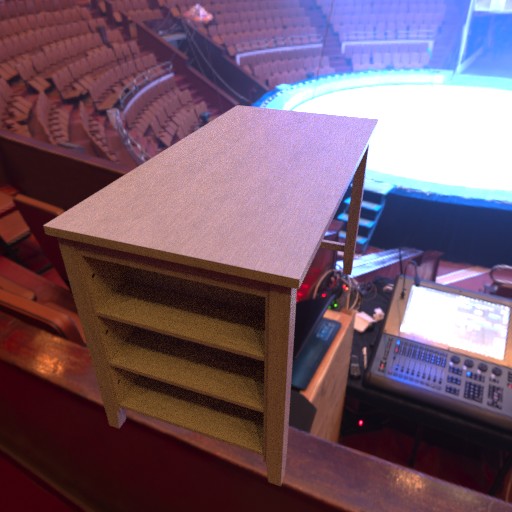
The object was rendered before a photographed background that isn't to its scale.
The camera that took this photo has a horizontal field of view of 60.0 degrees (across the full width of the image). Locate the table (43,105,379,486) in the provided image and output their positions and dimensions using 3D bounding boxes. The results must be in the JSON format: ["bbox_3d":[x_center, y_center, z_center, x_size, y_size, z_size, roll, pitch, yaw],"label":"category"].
[{"bbox_3d":[0.000,0.000,1.897,0.729,0.874,1.397,11,34,17],"label":"table"}]
